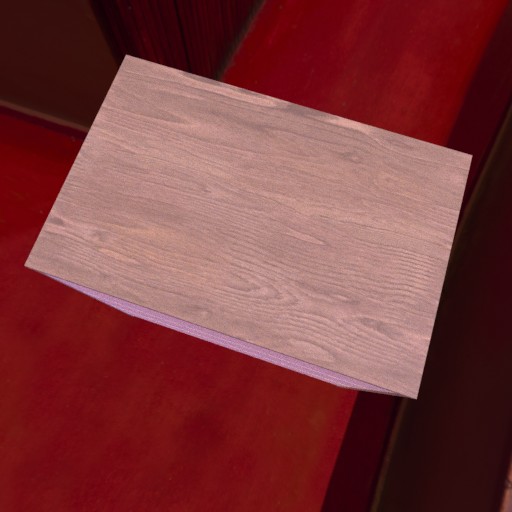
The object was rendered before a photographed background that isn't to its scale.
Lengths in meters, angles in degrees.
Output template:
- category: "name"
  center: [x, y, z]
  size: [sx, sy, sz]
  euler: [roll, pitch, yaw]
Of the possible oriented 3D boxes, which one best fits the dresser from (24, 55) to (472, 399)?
- category: "dresser"
  center: [0.000, 0.000, 1.294]
  size: [0.809, 0.762, 0.529]
  euler: [18, 76, 5]
